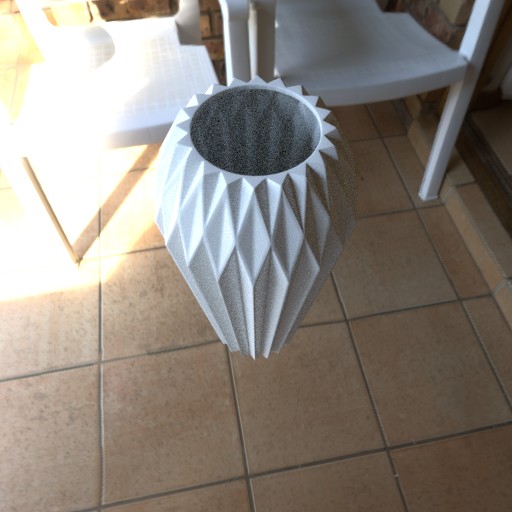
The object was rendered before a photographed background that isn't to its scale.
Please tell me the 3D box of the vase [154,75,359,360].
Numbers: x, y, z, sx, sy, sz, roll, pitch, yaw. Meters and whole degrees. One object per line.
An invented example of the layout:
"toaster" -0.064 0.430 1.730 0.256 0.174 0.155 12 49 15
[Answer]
"vase" 0.000 0.000 0.350 0.133 0.263 0.133 0 58 0
